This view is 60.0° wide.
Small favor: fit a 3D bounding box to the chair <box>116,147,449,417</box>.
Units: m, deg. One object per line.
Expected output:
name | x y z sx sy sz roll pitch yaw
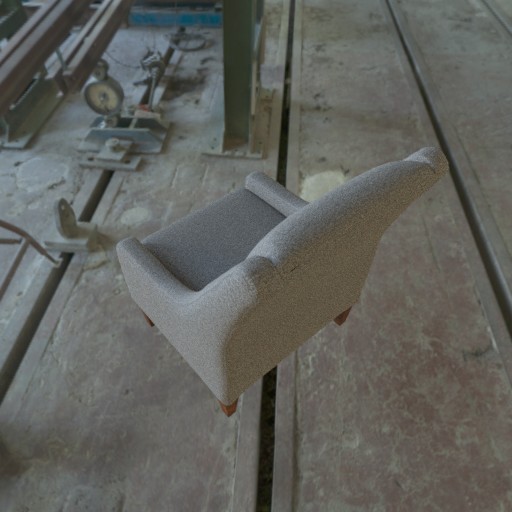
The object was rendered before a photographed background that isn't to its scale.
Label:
chair | 0.000 0.000 1.676 0.774 1.016 0.870 -32 55 -27
